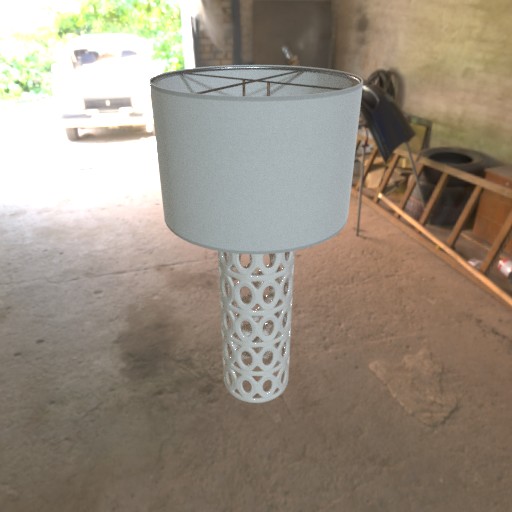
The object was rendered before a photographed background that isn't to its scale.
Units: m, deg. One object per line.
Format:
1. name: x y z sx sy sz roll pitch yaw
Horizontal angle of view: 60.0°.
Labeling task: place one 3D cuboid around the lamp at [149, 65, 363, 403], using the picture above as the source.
1. lamp: 0.000 0.000 0.844 0.325 0.636 0.324 19 35 29
